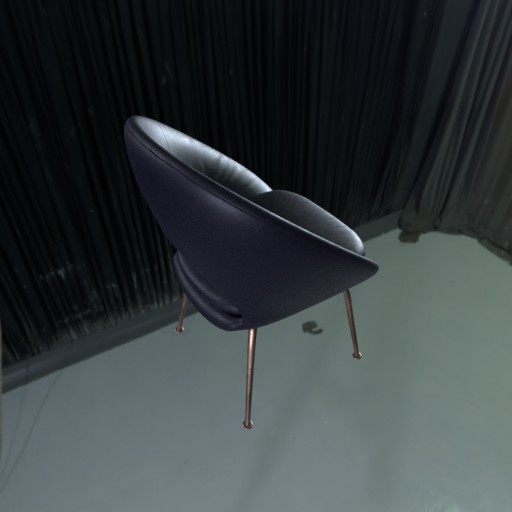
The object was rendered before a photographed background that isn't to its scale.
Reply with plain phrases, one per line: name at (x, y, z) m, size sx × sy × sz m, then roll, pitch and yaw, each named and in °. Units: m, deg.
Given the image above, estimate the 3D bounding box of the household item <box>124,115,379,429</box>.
household item at (0.000, 0.000, 1.261) m, size 0.573 × 0.852 × 0.623 m, roll -24°, pitch 45°, yaw -26°
